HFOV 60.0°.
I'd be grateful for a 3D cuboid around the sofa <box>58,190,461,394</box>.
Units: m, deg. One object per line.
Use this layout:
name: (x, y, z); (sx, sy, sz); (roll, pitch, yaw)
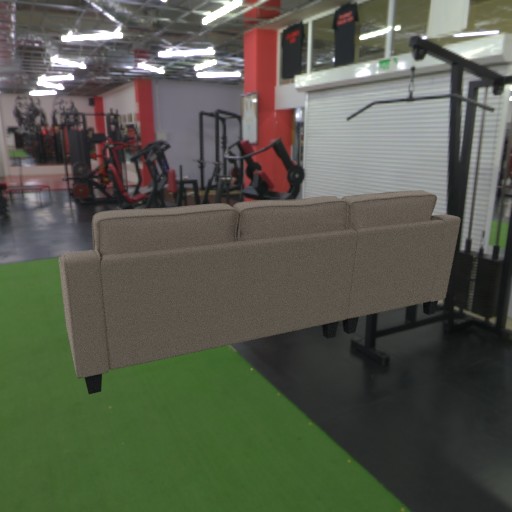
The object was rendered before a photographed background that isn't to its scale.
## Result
sofa: (0.000, 0.000, 3.160); (2.561, 0.928, 1.294); (-7, 16, -25)
